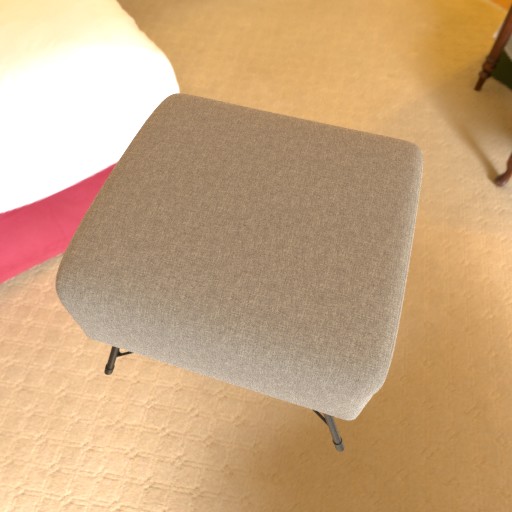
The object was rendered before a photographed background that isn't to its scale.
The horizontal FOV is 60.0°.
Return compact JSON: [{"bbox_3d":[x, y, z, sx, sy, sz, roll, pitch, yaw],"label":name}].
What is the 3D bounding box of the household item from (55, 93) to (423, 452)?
[{"bbox_3d":[0.000,0.000,0.879,0.530,0.410,0.530,15,59,9],"label":"household item"}]
